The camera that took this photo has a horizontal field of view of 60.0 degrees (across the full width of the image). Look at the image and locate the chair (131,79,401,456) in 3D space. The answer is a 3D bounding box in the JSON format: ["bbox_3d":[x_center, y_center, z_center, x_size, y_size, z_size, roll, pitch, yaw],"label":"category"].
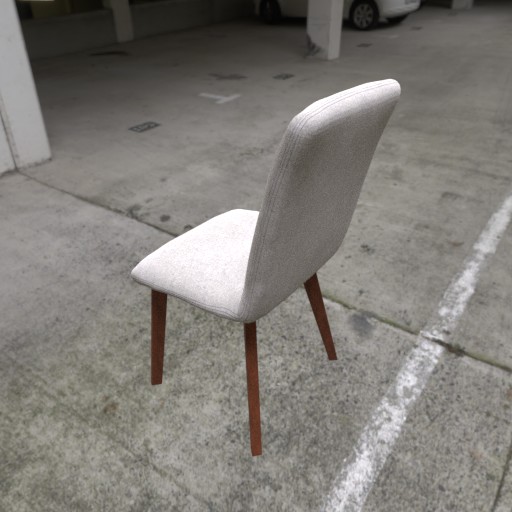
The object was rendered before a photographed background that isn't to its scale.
[{"bbox_3d":[0.000,0.000,1.295,0.563,0.974,0.522,21,37,30],"label":"chair"}]
